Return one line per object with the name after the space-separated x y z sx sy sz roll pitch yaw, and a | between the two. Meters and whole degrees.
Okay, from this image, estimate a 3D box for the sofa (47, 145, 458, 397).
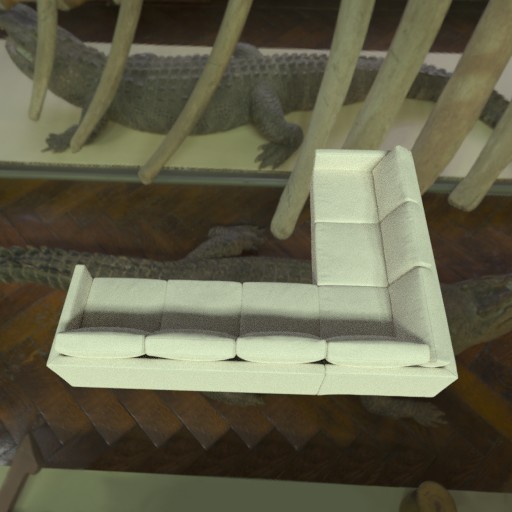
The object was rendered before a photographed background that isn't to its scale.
0.000 0.000 4.240 3.182 0.863 2.432 2 58 1 | sofa
